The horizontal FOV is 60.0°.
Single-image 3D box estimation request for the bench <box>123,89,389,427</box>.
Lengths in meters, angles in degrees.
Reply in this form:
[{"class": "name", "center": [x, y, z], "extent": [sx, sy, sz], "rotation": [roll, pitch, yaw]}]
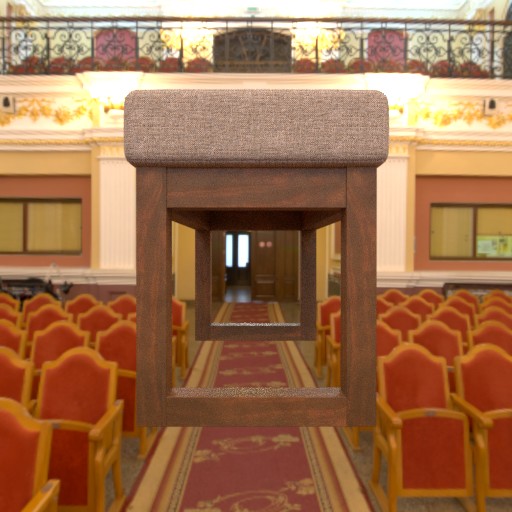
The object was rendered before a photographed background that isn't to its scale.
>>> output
[{"class": "bench", "center": [0.000, 0.000, 0.932], "extent": [0.366, 0.467, 0.681], "rotation": [0, 0, 0]}]
